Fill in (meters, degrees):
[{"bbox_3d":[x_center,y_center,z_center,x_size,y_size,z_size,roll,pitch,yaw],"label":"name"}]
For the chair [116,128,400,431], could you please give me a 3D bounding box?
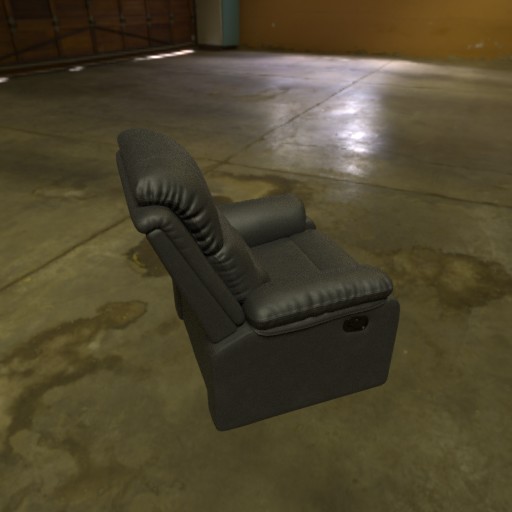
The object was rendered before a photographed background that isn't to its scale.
[{"bbox_3d":[0.000,0.000,1.744,0.919,0.992,0.855,-10,31,-17],"label":"chair"}]
